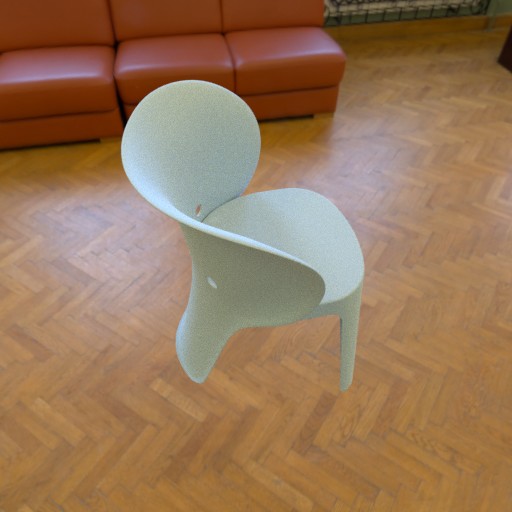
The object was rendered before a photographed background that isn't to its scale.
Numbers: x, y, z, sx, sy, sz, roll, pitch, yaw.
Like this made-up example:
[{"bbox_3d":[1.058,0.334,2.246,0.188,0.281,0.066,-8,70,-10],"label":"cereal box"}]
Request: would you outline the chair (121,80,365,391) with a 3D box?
[{"bbox_3d":[0.000,0.000,0.873,0.402,0.554,0.451,-9,48,-8],"label":"chair"}]
